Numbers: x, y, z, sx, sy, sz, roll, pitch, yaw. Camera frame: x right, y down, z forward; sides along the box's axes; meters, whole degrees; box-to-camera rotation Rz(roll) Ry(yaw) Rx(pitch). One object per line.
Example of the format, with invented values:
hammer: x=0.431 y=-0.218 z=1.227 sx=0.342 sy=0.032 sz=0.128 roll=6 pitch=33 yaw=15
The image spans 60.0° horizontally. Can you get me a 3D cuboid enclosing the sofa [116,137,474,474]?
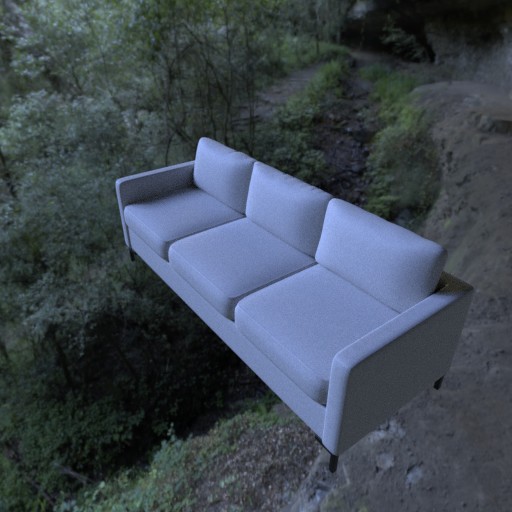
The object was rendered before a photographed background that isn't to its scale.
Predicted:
sofa: x=0.000 y=0.000 z=2.661 sx=0.859 sy=0.874 sz=2.218 roll=-22 pitch=38 yaw=-31
